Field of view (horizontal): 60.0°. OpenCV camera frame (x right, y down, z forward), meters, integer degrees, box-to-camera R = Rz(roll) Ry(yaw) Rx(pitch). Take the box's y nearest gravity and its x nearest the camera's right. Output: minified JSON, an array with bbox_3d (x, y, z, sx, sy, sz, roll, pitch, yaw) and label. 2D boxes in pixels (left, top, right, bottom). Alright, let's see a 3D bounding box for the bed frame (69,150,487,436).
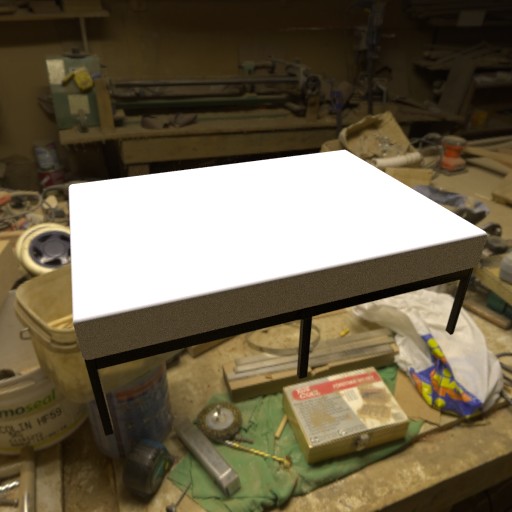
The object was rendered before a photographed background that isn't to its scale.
[{"bbox_3d":[0.000,0.000,2.637,1.956,0.659,1.408,-11,33,-17],"label":"bed frame"}]
